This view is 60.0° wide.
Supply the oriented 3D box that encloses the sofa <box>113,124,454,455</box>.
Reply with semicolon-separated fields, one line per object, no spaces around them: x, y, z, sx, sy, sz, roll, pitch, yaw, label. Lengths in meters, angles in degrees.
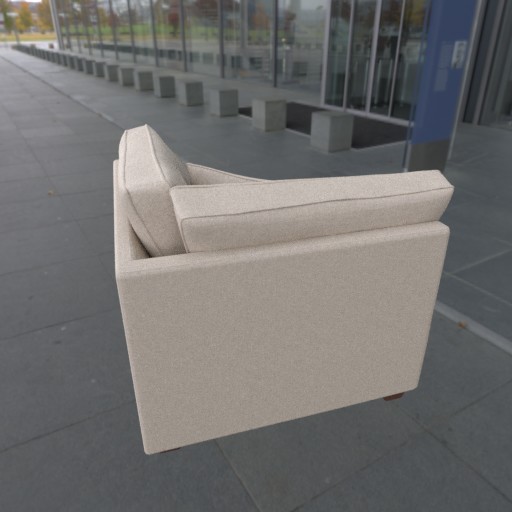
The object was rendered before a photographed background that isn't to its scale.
0.000;0.000;1.827;1.050;0.937;1.042;-7;28;-14;sofa
